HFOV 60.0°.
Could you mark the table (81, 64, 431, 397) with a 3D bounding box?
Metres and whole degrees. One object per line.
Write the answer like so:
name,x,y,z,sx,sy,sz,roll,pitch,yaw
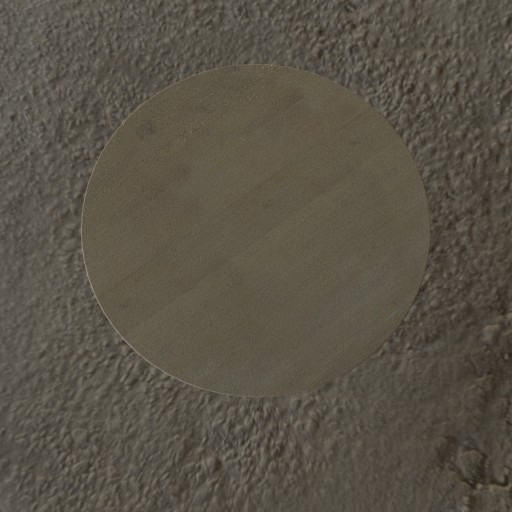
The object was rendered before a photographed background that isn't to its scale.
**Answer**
table,0.000,0.000,1.395,0.800,0.780,0.800,0,76,0
